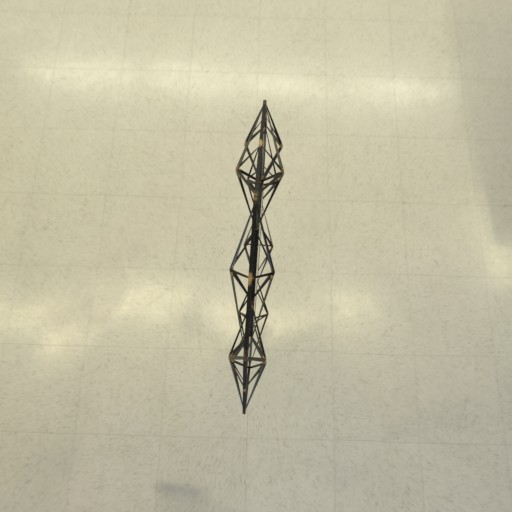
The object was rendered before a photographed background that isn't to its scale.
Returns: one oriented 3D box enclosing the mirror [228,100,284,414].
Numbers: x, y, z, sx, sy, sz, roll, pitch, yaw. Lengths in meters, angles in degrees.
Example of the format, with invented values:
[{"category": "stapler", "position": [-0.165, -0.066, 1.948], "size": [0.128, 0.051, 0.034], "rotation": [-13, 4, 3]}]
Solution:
[{"category": "mirror", "position": [0.000, 0.000, 1.051], "size": [0.094, 0.710, 0.710], "rotation": [4, 74, 1]}]
